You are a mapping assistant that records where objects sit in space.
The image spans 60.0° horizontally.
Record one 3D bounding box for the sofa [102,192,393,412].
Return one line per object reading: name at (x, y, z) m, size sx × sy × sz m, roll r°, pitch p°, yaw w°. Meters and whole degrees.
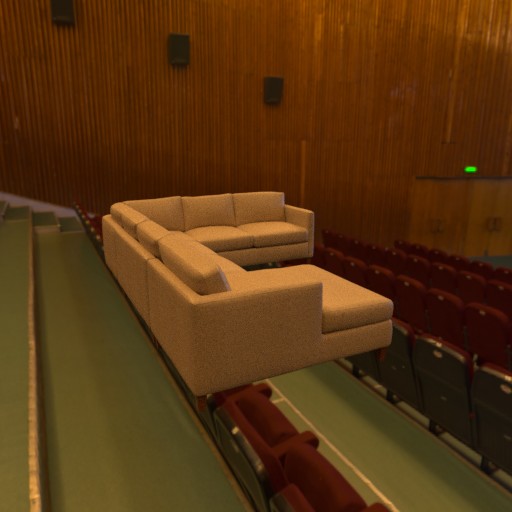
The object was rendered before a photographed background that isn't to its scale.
sofa at (0.000, 0.000, 4.636) m, size 2.594 × 0.961 × 3.460 m, roll -7°, pitch 16°, yaw -26°
